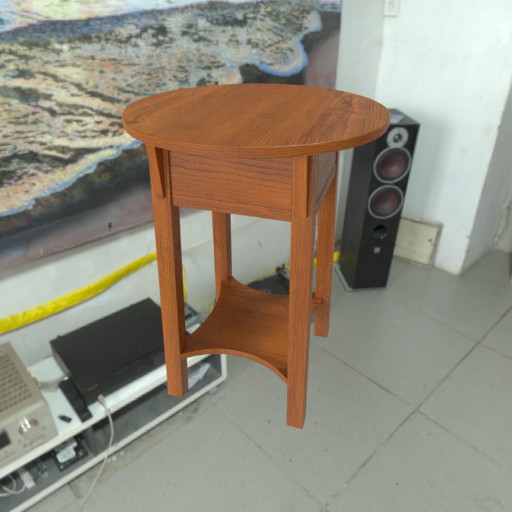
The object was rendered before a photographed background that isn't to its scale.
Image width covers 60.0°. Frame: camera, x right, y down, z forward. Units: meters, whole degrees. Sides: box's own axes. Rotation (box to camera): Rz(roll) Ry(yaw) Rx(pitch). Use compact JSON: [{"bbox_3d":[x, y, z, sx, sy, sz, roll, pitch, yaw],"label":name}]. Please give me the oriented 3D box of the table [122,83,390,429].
[{"bbox_3d":[0.000,0.000,0.935,0.457,0.610,0.457,0,31,0],"label":"table"}]
